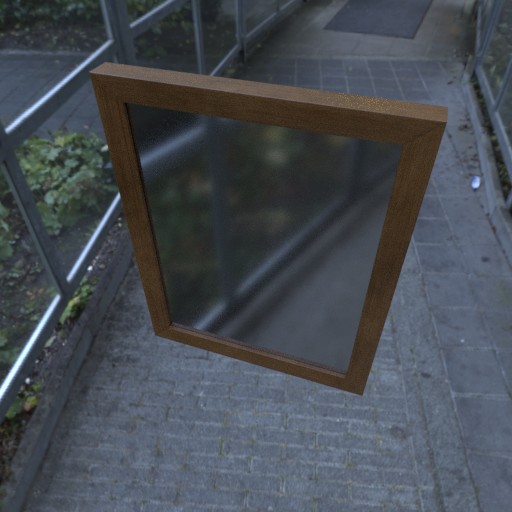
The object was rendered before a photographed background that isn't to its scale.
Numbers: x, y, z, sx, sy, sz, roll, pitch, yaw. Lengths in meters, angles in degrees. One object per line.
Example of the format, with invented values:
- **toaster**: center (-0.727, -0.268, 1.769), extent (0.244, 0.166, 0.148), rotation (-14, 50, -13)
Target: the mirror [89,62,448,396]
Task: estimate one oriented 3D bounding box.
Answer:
- **mirror**: center (0.000, 0.000, 0.663), extent (0.405, 0.508, 0.041), rotation (13, 44, 14)
